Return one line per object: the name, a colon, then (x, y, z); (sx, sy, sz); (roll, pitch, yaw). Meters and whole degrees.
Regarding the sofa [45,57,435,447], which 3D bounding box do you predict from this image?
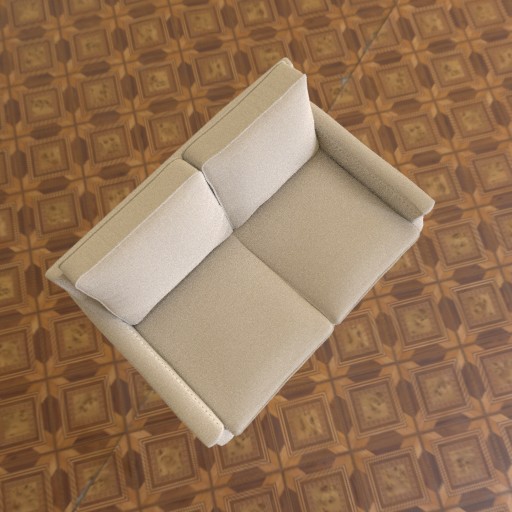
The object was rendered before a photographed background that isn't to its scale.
sofa: (0.000, 0.000, 2.256); (1.084, 1.003, 1.597); (43, 80, 10)
